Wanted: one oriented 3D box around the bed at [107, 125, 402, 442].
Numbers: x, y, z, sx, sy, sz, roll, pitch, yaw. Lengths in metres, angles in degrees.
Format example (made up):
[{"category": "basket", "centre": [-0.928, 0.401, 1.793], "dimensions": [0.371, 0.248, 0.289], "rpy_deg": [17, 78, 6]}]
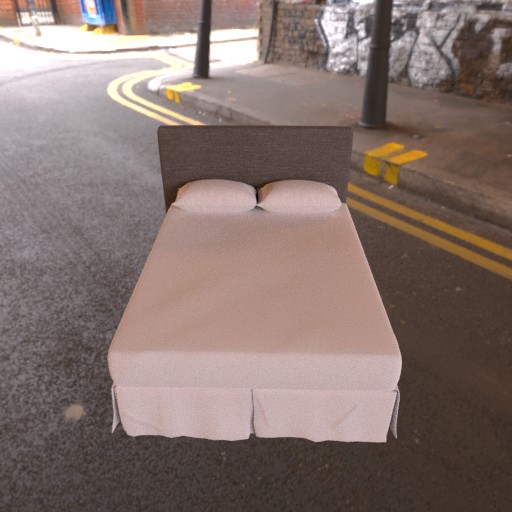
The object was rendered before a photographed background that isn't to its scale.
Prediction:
[{"category": "bed", "centre": [0.000, 0.000, 3.199], "dimensions": [1.723, 1.330, 2.142], "rpy_deg": [1, 31, 1]}]
